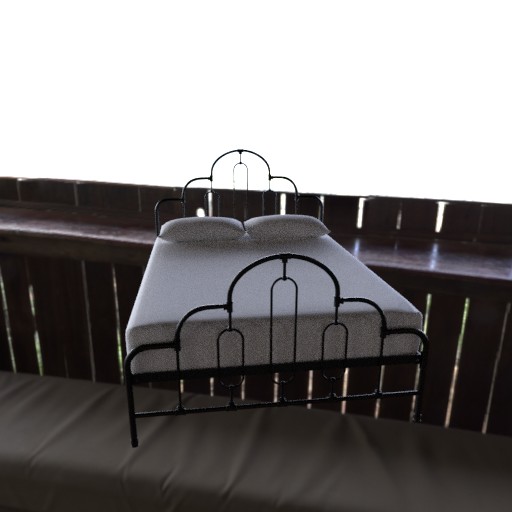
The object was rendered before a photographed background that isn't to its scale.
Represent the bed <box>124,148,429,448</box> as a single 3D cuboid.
[{"bbox_3d":[0.000,0.000,3.273,1.626,1.444,2.181,-2,16,-7],"label":"bed"}]
